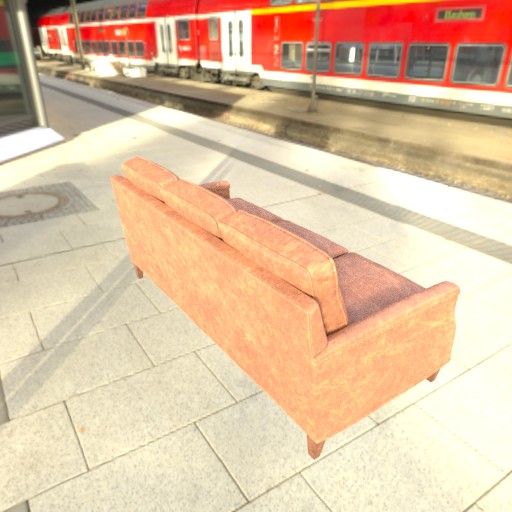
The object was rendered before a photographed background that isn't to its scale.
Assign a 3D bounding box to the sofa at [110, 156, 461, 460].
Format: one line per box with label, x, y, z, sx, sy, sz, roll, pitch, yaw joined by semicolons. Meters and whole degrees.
sofa;0.000;0.000;2.831;1.084;1.003;2.246;-17;31;-31
